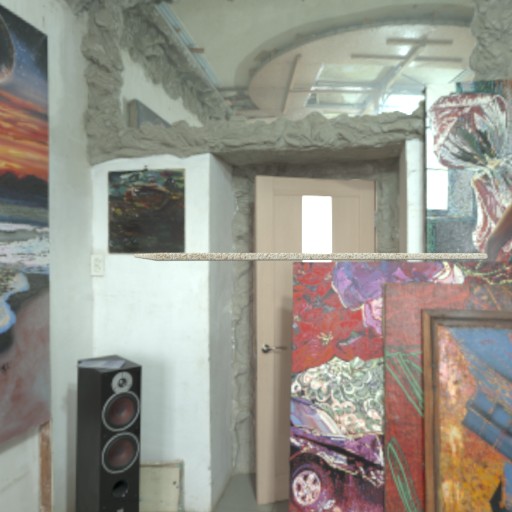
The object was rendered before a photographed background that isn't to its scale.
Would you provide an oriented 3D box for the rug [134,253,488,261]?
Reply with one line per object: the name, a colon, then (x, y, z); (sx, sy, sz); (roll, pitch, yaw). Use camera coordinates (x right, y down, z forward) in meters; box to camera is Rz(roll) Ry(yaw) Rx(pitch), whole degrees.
rug: (0.000, 0.000, 3.000); (1.524, 0.030, 2.438); (0, 0, -17)
